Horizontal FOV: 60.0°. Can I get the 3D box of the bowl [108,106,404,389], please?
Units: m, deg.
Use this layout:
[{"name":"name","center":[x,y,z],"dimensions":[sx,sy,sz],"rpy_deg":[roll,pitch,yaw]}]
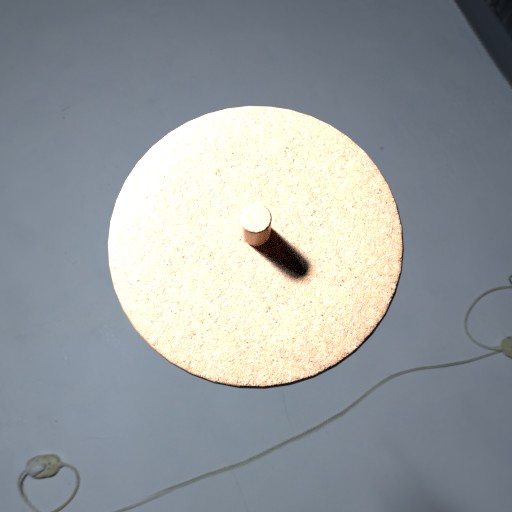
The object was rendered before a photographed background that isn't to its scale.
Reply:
[{"name":"bowl","center":[0.000,0.000,0.222],"dimensions":[0.126,0.110,0.126],"rpy_deg":[0,75,0]}]
